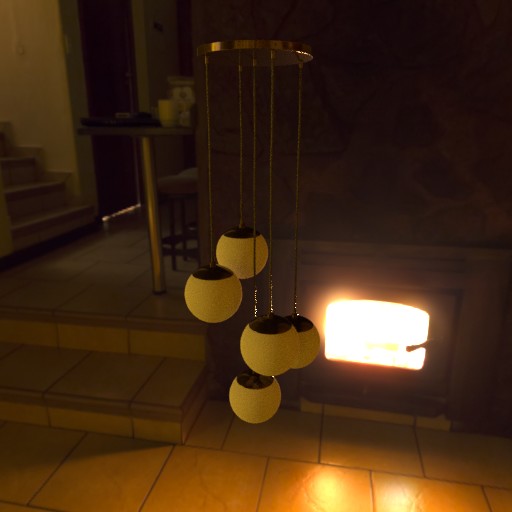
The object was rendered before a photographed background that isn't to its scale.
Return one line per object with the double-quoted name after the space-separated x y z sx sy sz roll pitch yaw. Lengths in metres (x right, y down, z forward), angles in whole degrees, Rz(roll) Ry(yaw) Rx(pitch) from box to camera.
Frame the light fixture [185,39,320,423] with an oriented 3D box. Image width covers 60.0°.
0.000 0.000 1.492 0.484 1.271 0.489 -2 16 -9 "light fixture"
